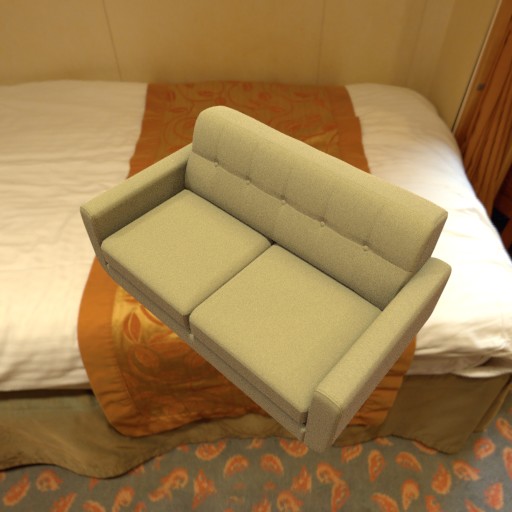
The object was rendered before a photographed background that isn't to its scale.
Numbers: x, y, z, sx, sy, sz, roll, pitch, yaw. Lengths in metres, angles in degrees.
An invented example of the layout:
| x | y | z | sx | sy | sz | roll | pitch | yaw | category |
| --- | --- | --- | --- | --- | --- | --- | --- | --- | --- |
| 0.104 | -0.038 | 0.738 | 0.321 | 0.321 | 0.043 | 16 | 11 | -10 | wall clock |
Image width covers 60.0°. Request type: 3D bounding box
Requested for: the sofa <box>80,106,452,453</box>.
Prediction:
| x | y | z | sx | sy | sz | roll | pitch | yaw | category |
| --- | --- | --- | --- | --- | --- | --- | --- | --- | --- |
| 0.000 | 0.000 | 2.289 | 1.655 | 0.892 | 0.980 | 33 | 55 | 27 | sofa |
